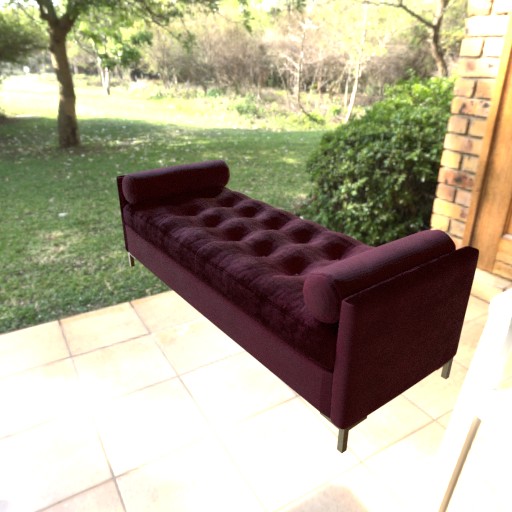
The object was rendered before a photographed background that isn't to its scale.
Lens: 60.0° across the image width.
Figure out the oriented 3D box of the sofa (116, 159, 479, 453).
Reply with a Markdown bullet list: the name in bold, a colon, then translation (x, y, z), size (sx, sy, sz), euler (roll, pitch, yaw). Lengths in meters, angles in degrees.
- **sofa**: translation (0.000, 0.000, 2.494), size (0.796, 0.705, 2.102), euler (-17, 30, -33)
